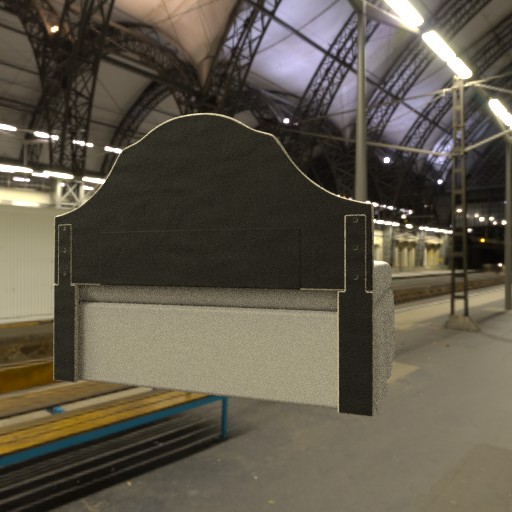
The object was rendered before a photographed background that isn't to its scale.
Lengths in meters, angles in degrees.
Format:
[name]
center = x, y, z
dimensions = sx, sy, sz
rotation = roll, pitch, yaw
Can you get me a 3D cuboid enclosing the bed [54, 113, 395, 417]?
[bed]
center = 0.000, 0.000, 3.415
dimensions = 2.012, 1.555, 2.086
rotation = 0, 0, 20
